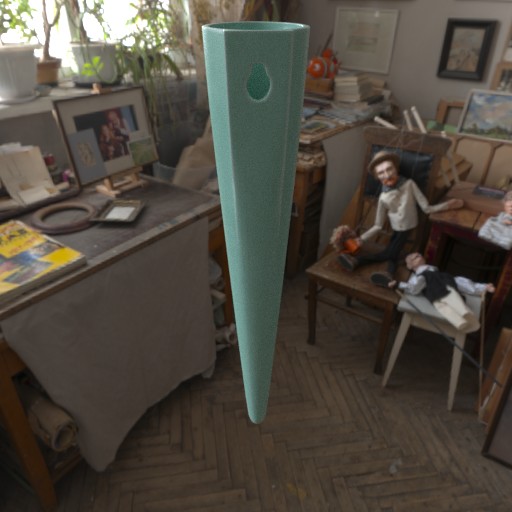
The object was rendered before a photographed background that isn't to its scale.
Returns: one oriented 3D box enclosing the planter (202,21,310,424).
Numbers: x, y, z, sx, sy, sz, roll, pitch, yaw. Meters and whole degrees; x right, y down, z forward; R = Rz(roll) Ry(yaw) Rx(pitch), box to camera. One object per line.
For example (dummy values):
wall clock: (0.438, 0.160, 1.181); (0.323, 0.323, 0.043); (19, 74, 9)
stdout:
planter: (0.000, 0.000, 0.289); (0.054, 0.268, 0.055); (-1, 31, -2)
